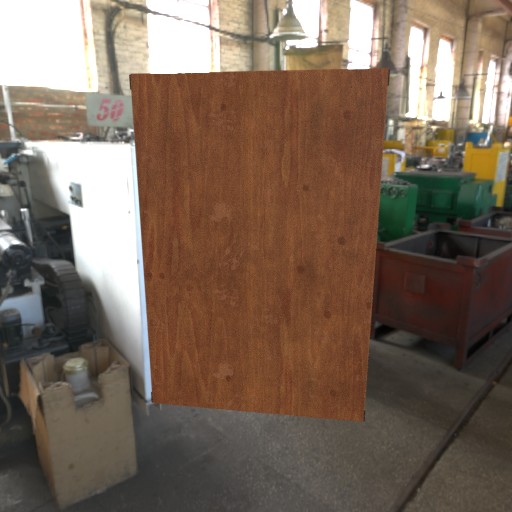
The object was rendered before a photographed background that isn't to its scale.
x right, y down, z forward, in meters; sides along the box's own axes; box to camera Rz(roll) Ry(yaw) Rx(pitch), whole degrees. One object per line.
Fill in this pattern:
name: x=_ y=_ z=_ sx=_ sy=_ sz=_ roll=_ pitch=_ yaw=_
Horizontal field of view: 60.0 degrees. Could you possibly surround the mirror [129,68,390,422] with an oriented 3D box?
mirror: x=0.000 y=0.000 z=0.987 sx=0.517 sy=0.761 sz=0.053 roll=2 pitch=15 yaw=8
